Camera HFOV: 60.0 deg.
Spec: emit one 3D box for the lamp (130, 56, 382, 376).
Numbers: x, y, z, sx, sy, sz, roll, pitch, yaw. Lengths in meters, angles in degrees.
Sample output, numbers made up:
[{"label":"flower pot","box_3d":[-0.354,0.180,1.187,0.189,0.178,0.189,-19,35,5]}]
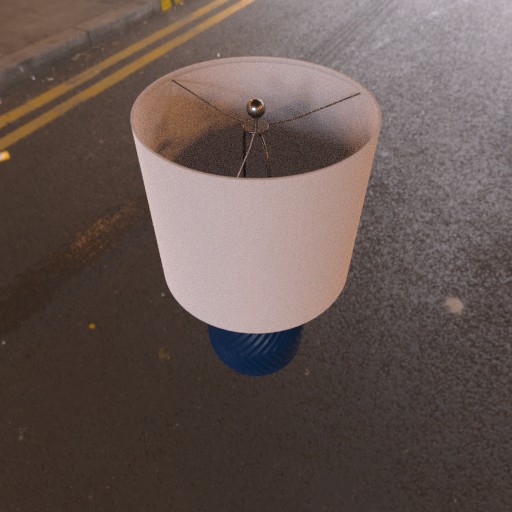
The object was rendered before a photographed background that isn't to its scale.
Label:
[{"label":"lamp","box_3d":[0.000,0.000,0.493,0.203,0.368,0.203,-16,48,-15]}]
